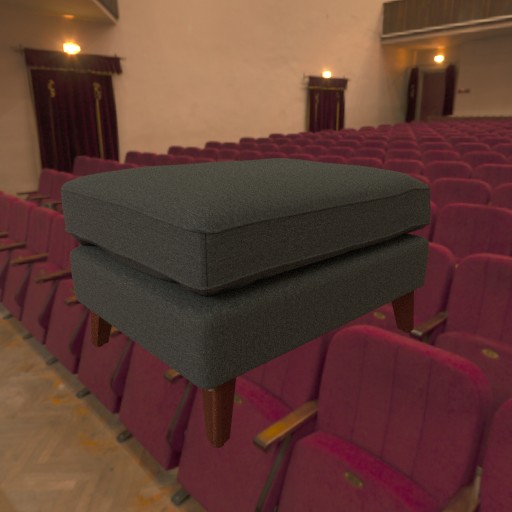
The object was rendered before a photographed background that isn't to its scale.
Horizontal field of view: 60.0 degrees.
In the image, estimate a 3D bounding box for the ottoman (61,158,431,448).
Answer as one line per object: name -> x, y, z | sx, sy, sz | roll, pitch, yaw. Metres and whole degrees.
ottoman -> 0.000, 0.000, 1.248 | 0.835, 0.503, 0.629 | -15, 22, -40
